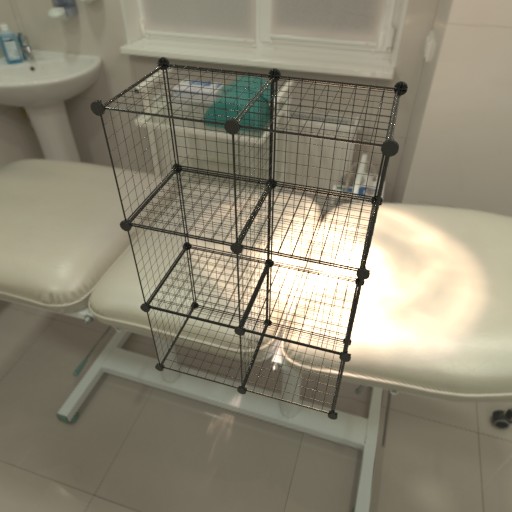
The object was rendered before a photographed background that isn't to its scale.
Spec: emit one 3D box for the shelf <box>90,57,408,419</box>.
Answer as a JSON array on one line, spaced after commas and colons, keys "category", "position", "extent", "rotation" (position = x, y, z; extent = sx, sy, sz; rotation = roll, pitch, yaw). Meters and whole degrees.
[{"category": "shelf", "position": [0.000, 0.000, 1.436], "extent": [0.711, 1.067, 0.356], "rotation": [12, 42, 13]}]
